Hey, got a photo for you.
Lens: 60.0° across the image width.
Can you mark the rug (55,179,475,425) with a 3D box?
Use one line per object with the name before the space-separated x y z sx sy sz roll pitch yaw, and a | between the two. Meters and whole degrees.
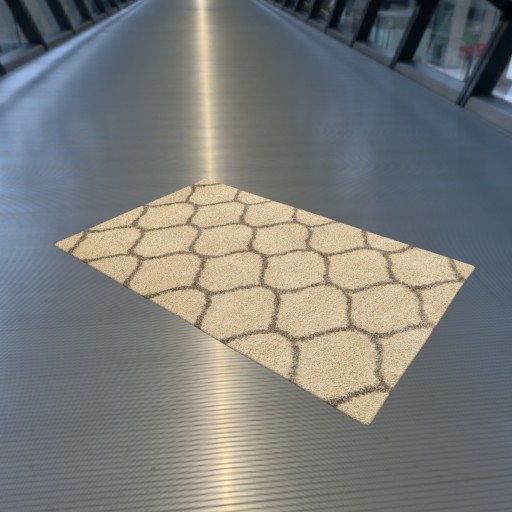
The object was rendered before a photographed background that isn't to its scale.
rug | 0.000 0.000 2.919 2.348 0.024 1.501 23 38 32
